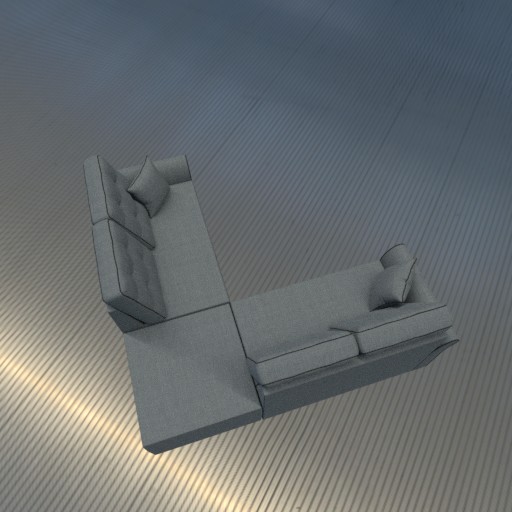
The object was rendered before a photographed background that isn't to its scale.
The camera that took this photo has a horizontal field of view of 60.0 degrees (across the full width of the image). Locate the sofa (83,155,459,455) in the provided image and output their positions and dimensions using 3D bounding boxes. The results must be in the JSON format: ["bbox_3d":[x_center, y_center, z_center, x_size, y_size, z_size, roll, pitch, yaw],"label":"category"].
[{"bbox_3d":[0.000,0.000,3.238,2.068,0.988,2.070,-15,61,-9],"label":"sofa"}]
